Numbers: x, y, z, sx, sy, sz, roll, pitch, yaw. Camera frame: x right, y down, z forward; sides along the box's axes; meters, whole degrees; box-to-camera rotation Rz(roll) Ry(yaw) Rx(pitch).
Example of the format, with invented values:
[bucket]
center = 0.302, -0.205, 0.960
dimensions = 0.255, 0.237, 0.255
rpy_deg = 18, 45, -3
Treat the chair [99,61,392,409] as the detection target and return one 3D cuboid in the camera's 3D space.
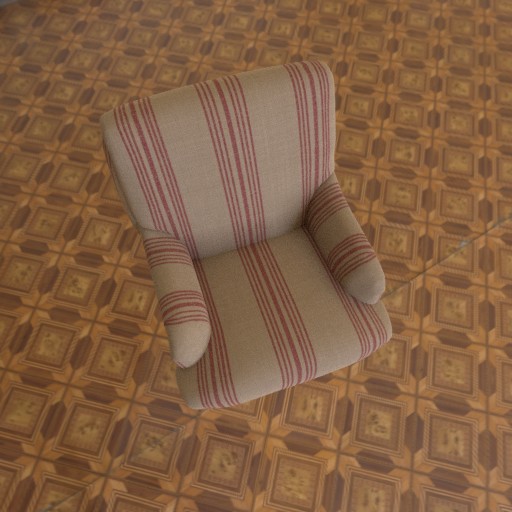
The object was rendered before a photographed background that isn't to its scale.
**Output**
[chair]
center = 0.000, 0.000, 1.887
dimensions = 0.933, 1.123, 1.058
rpy_deg = -17, 64, -9
